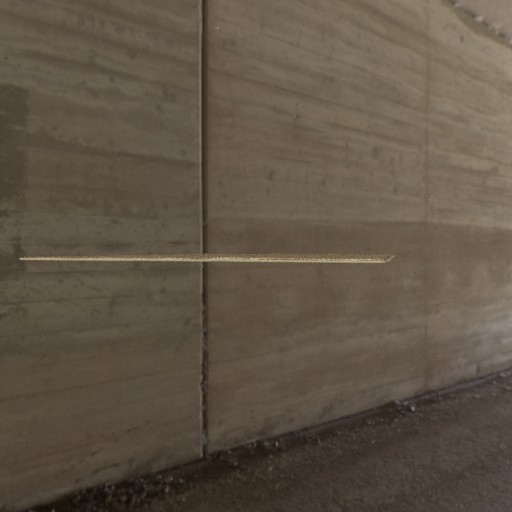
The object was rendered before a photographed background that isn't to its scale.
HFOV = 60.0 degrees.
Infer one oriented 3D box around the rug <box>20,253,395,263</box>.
[{"bbox_3d":[0.000,0.000,4.109,2.429,0.030,3.052,0,1,18],"label":"rug"}]
